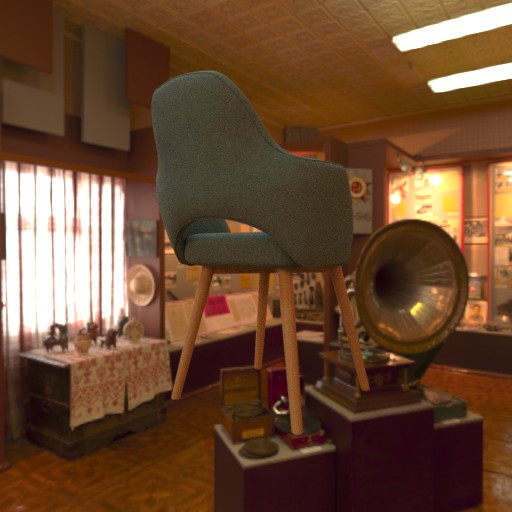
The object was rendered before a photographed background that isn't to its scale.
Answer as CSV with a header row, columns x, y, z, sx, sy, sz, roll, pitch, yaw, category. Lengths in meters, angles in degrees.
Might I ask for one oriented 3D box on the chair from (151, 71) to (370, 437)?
x,y,z,sx,sy,sz,roll,pitch,yaw,category
0.000,0.000,1.371,0.589,0.920,0.666,1,1,36,chair
